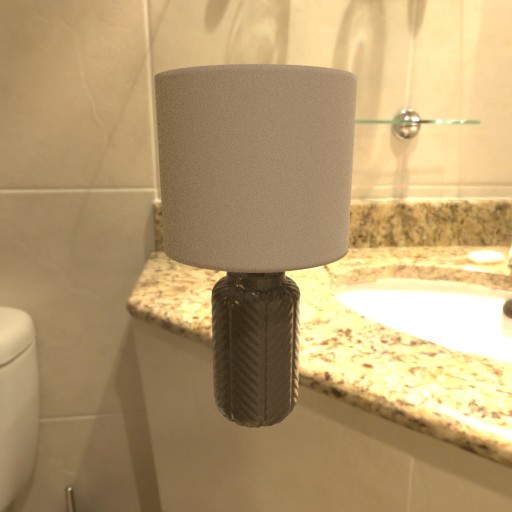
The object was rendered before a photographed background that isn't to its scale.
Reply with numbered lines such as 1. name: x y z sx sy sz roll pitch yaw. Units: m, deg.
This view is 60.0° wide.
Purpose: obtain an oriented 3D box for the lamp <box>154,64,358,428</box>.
1. lamp: 0.000 0.000 0.502 0.203 0.389 0.203 -14 20 -41
